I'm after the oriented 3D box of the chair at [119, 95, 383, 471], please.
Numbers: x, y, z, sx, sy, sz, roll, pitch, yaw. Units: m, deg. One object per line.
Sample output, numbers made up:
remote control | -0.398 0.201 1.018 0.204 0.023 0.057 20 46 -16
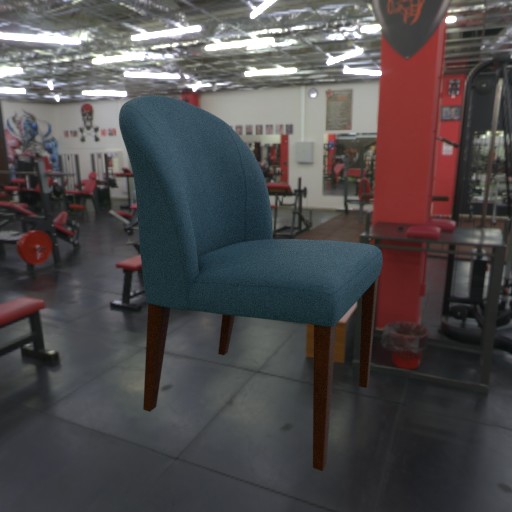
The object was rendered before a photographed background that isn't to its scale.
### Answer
chair | 0.000 0.000 1.246 0.620 0.879 0.507 7 15 27
